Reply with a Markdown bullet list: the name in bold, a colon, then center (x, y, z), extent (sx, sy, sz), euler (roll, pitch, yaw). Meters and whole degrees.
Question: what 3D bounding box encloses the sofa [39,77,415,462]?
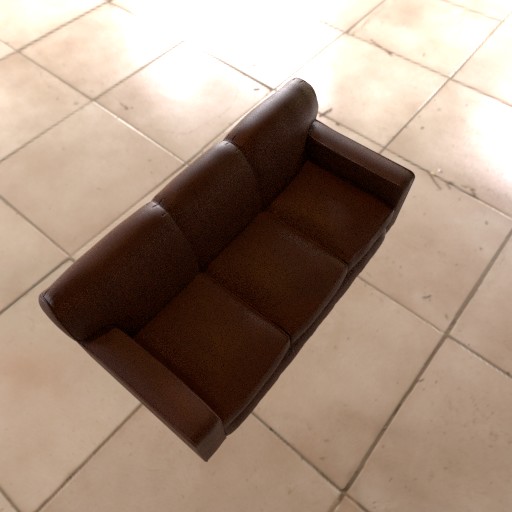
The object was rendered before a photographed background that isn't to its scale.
- **sofa**: center (0.000, 0.000, 2.609), extent (1.008, 0.953, 2.039), euler (34, 64, 19)
